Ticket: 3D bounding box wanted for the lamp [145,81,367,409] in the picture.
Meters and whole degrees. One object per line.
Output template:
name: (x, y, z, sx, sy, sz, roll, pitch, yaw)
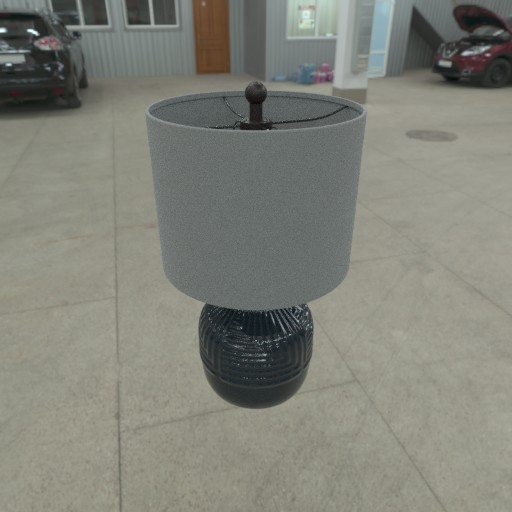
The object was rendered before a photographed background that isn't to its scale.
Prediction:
lamp: (0.000, 0.000, 0.768, 0.318, 0.567, 0.318, 0, 29, 0)
